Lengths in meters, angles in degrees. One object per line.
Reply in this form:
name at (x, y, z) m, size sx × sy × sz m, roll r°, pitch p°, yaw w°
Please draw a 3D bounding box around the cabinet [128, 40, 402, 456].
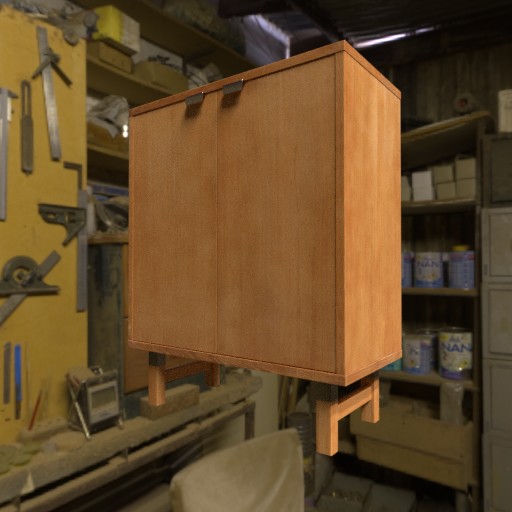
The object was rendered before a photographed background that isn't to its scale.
cabinet at (0.000, 0.000, 1.422) m, size 0.800 × 1.001 × 0.419 m, roll -1°, pitch -1°, yaw 37°
